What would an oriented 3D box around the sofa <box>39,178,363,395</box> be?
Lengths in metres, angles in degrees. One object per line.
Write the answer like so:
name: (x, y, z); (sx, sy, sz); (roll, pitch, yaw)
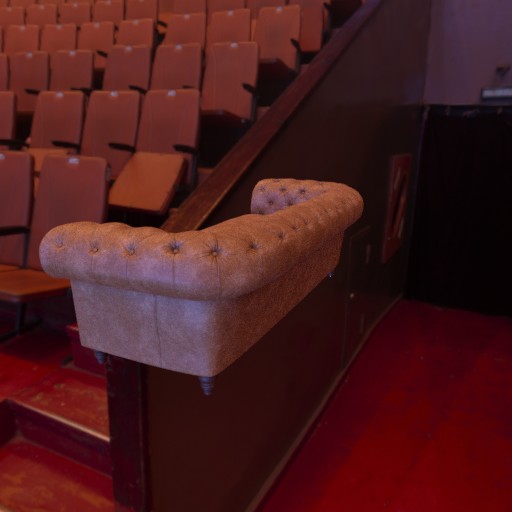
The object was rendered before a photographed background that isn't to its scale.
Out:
sofa: (0.000, 0.000, 2.792); (0.989, 0.760, 2.365); (8, 17, 25)
